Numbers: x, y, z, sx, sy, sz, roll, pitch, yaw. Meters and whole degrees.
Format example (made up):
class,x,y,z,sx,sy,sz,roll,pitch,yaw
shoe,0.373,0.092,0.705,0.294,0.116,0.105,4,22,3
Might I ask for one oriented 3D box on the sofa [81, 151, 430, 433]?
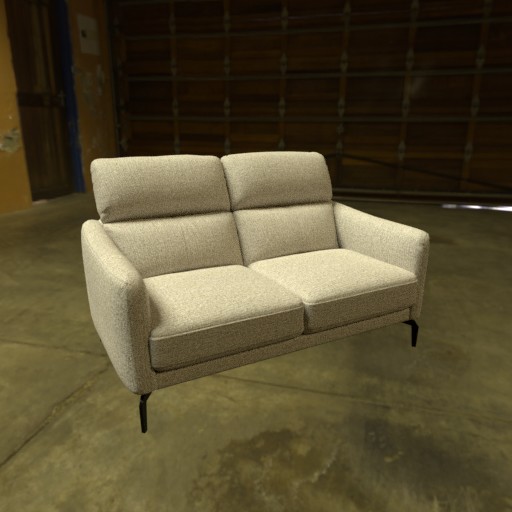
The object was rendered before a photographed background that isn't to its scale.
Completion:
class,x,y,z,sx,sy,sz,roll,pitch,yaw
sofa,0.000,0.000,2.179,1.540,0.950,0.905,-9,18,-27
